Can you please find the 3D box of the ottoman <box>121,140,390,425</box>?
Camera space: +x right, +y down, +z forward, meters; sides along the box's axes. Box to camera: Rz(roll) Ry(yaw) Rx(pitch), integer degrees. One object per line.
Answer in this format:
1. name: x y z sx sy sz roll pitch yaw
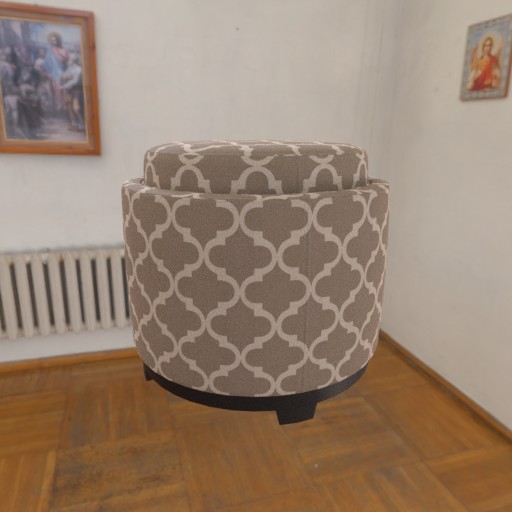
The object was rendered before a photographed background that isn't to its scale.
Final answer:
1. ottoman: 0.000 0.000 0.850 0.480 0.429 0.480 0 16 0
